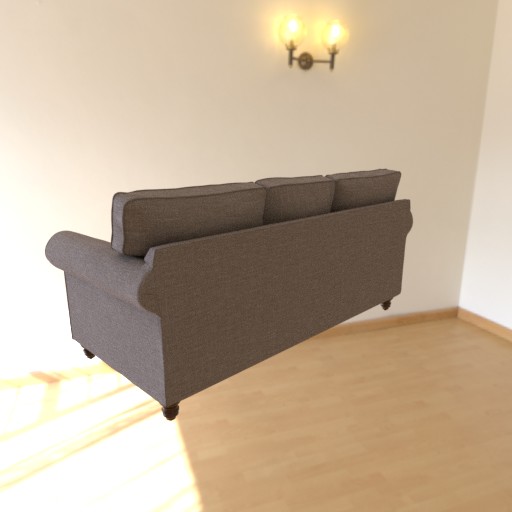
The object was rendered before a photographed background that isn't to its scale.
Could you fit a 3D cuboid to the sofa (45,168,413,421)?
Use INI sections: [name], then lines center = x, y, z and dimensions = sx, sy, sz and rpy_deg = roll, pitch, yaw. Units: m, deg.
[sofa]
center = 0.000, 0.000, 2.607
dimensions = 2.084, 0.961, 0.916
rpy_deg = -14, 20, -43
